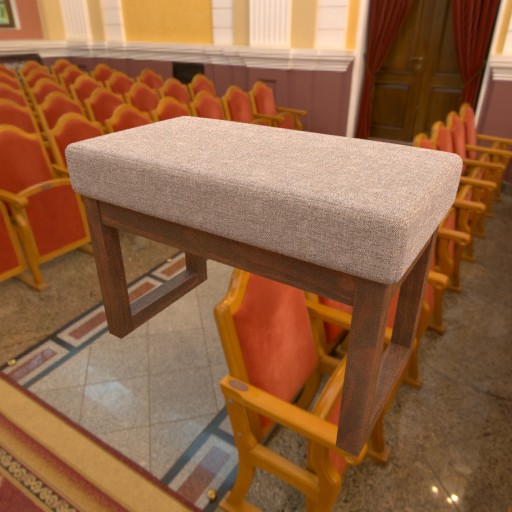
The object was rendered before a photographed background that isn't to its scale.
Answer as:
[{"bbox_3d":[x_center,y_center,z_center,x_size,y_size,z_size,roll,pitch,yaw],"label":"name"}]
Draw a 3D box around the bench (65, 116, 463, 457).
[{"bbox_3d":[0.000,0.000,0.944,0.681,0.467,0.366,17,33,29],"label":"bench"}]
